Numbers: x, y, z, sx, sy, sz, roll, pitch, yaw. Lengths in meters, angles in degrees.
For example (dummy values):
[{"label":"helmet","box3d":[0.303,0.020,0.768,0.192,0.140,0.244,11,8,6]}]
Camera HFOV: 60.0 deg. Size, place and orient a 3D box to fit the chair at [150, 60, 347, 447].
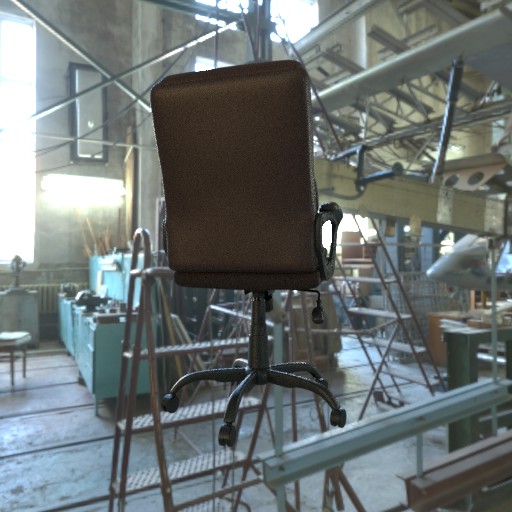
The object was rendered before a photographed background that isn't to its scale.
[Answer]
[{"label":"chair","box3d":[0.000,0.000,1.520,0.615,1.072,0.655,0,0,17]}]
